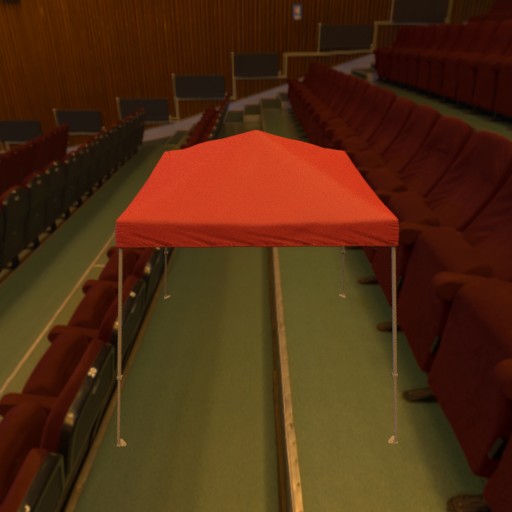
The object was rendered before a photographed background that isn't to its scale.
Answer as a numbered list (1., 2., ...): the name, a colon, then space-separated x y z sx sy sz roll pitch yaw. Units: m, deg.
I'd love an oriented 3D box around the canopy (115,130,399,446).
1. canopy: 0.000 0.000 6.464 3.599 3.600 3.600 0 27 -1
